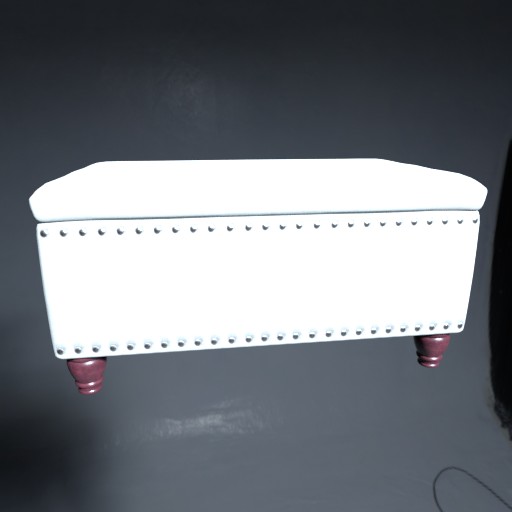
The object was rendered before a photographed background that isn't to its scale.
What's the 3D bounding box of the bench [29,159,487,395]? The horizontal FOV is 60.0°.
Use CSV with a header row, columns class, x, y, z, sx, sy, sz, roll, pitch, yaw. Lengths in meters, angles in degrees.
class,x,y,z,sx,sy,sz,roll,pitch,yaw
bench,0.000,0.000,1.128,0.887,0.449,0.500,-2,17,-8
